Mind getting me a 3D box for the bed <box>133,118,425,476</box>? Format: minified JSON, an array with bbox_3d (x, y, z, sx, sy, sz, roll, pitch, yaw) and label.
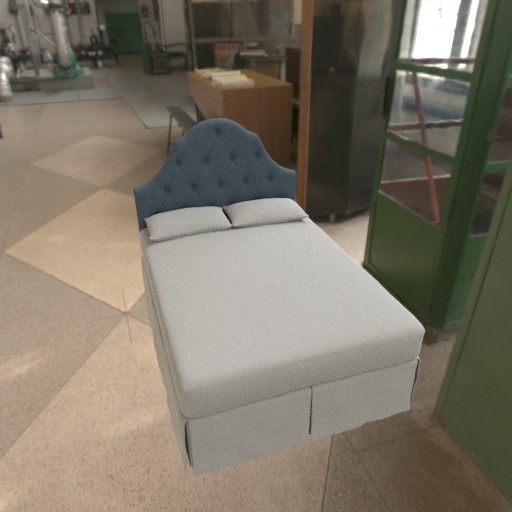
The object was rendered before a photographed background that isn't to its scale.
[{"bbox_3d":[0.000,0.000,3.312,1.636,1.575,2.155,-10,31,-16],"label":"bed"}]
